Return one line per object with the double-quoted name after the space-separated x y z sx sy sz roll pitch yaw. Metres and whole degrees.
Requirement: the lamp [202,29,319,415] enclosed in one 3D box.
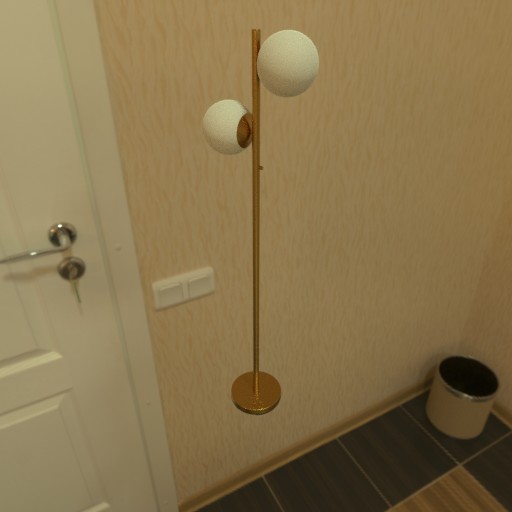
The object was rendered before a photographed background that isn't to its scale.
0.000 0.000 1.789 0.419 1.641 0.249 18 36 27 "lamp"
